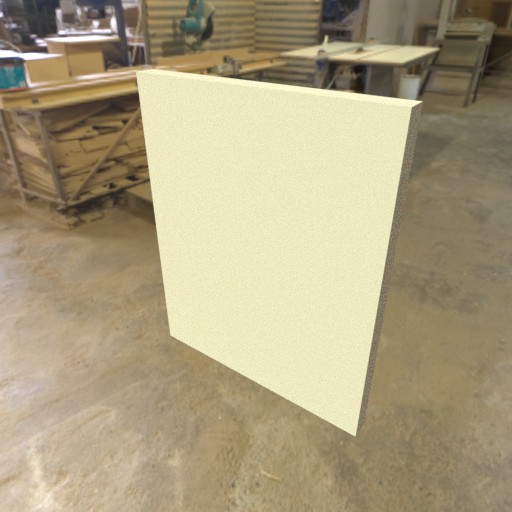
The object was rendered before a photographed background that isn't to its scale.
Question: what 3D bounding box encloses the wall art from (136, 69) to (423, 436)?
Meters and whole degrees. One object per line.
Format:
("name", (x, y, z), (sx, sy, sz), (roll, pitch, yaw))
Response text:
("wall art", (0.000, 0.000, 0.754), (0.451, 0.553, 0.039), (20, 36, 31))
